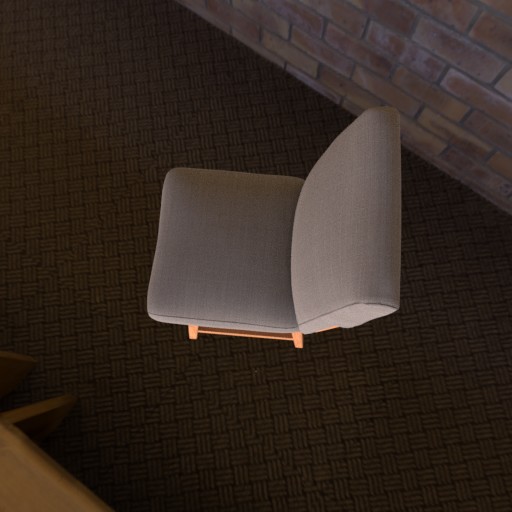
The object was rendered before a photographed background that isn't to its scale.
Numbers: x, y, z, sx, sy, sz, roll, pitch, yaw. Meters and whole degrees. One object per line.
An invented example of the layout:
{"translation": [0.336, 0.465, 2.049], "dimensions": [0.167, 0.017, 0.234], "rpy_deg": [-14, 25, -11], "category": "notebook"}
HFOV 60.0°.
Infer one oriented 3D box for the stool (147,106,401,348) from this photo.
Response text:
{"translation": [0.000, 0.000, 1.332], "dimensions": [0.570, 1.019, 0.459], "rpy_deg": [5, 75, 1], "category": "stool"}
